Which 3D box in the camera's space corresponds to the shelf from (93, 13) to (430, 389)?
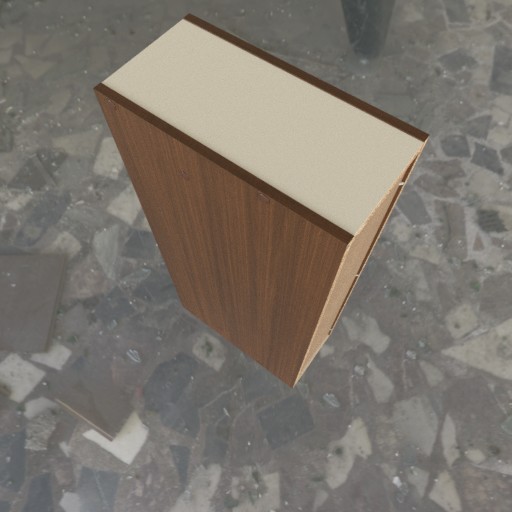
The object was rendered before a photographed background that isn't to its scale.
[{"bbox_3d":[0.000,0.000,0.685,0.290,0.600,0.147,34,68,16],"label":"shelf"}]
